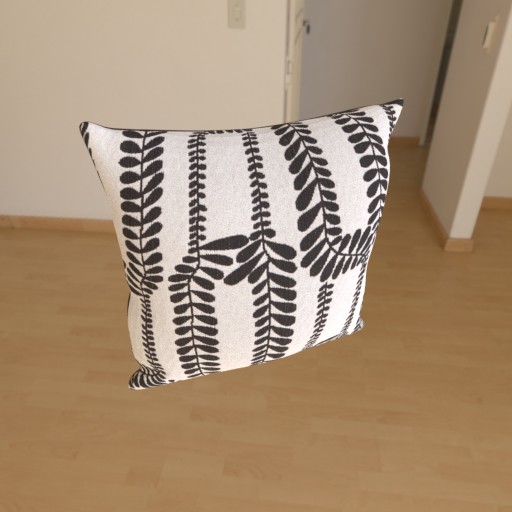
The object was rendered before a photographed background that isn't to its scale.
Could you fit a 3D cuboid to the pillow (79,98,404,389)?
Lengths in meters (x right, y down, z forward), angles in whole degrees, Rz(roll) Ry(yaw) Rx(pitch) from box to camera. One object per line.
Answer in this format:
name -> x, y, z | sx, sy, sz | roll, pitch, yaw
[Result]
pillow -> 0.000, 0.000, 0.669 | 0.440, 0.441, 0.182 | -11, 34, -16
